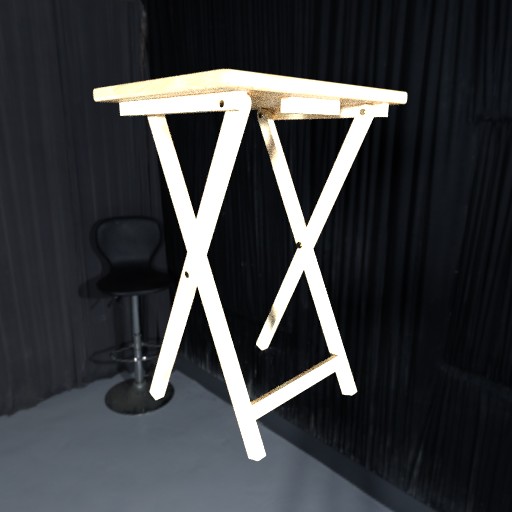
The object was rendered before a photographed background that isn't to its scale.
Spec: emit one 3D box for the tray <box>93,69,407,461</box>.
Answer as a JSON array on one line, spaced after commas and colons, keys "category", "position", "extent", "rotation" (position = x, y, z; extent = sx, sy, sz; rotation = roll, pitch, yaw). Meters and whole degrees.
[{"category": "tray", "position": [0.000, 0.000, 0.941], "extent": [0.483, 0.660, 0.381], "rotation": [-15, 21, -42]}]
